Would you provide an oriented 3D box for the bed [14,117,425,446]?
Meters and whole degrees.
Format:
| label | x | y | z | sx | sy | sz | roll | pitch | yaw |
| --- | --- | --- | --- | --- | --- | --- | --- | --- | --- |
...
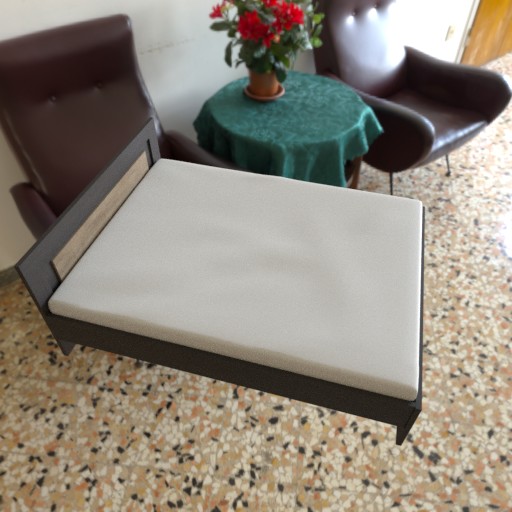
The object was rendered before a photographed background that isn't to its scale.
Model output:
| label | x | y | z | sx | sy | sz | roll | pitch | yaw |
| --- | --- | --- | --- | --- | --- | --- | --- | --- | --- |
| bed | 0.000 | 0.000 | 2.842 | 2.073 | 0.823 | 1.585 | 11 | 46 | 11 |
